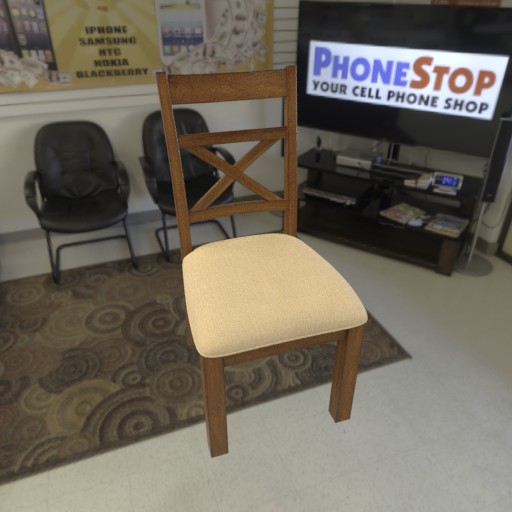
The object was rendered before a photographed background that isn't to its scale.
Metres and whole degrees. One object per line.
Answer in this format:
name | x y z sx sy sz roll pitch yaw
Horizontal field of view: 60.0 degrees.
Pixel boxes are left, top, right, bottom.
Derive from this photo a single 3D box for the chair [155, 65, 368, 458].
chair | 0.000 0.000 1.293 0.461 0.949 0.581 -9 33 -15
